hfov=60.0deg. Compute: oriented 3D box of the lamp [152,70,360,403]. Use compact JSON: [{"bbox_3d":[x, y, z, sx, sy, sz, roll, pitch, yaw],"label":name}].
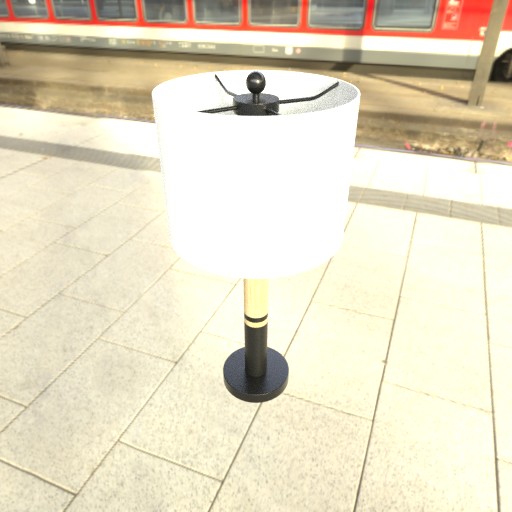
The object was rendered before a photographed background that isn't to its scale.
[{"bbox_3d":[0.000,0.000,0.819,0.305,0.640,0.305,11,34,17],"label":"lamp"}]
